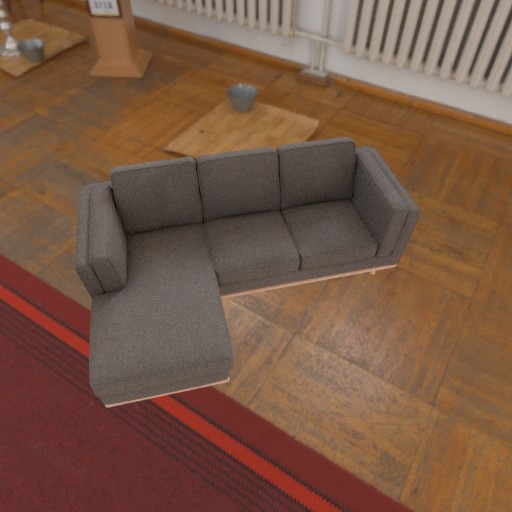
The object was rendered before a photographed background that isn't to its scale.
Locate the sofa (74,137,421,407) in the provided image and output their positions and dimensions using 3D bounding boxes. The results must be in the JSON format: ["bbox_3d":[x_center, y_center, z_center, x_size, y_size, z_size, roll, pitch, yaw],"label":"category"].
[{"bbox_3d":[0.000,0.000,3.239,2.411,0.929,1.604,-10,48,-9],"label":"sofa"}]
